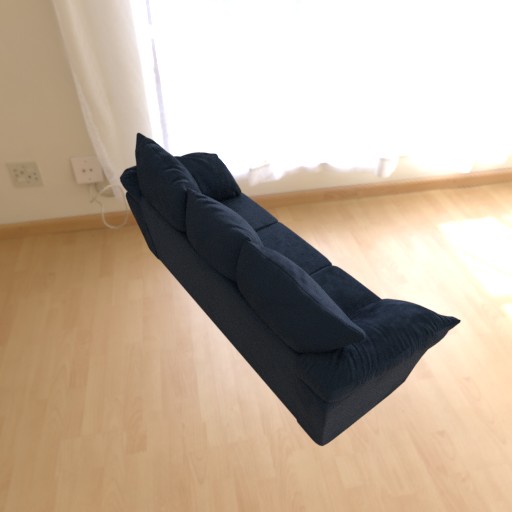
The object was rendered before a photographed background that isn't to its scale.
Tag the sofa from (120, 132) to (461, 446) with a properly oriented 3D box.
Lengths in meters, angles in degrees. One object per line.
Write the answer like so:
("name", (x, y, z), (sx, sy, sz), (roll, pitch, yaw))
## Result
("sofa", (0.000, 0.000, 2.922), (0.907, 1.091, 2.390), (-26, 47, -26))
